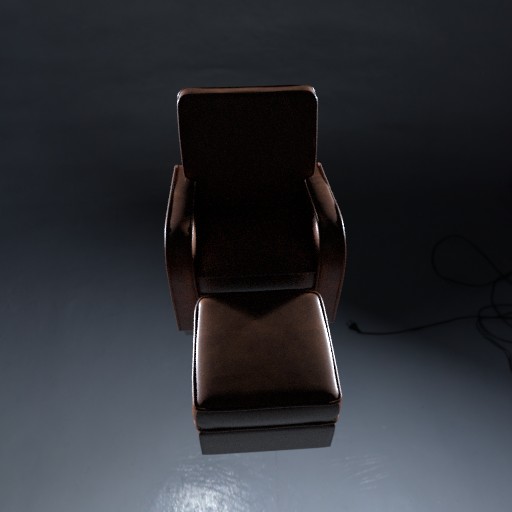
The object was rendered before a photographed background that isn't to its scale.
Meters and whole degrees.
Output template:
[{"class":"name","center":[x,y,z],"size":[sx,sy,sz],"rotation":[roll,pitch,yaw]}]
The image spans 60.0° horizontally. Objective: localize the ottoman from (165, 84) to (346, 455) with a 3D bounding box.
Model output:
[{"class":"ottoman","center":[0.000,0.000,1.851],"size":[0.732,0.904,1.314],"rotation":[-3,45,-3]}]
